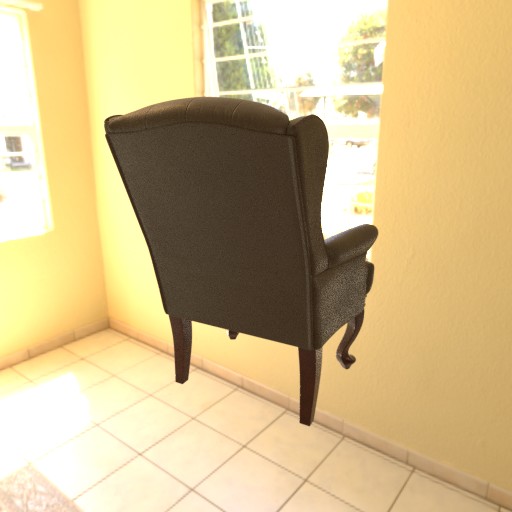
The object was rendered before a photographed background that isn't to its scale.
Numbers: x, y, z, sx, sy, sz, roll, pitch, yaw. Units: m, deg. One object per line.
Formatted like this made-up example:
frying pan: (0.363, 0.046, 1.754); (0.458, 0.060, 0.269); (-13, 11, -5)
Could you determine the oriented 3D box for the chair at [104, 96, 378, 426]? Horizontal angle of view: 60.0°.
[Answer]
chair: (0.000, 0.000, 1.719); (0.829, 1.132, 0.819); (9, 19, 27)
